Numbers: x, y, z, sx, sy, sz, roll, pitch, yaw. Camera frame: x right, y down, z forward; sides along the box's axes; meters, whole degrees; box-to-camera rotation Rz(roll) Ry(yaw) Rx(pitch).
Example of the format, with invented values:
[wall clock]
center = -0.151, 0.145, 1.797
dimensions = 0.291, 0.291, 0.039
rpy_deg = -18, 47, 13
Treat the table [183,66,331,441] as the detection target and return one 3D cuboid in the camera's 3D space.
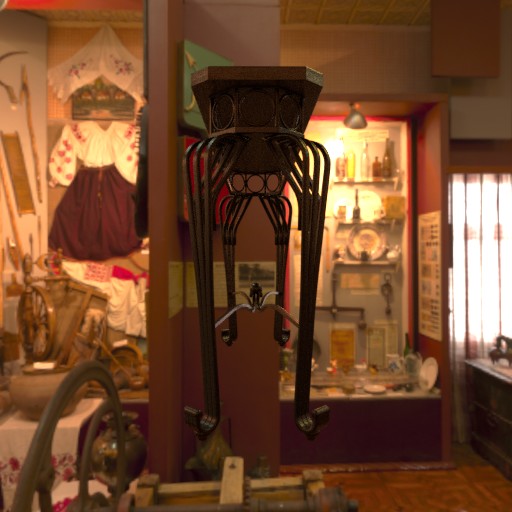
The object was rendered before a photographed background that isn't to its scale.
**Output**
[table]
center = 0.000, 0.000, 1.475
dimensions = 0.329, 0.800, 1.112
rpy_deg = 0, 0, 0
